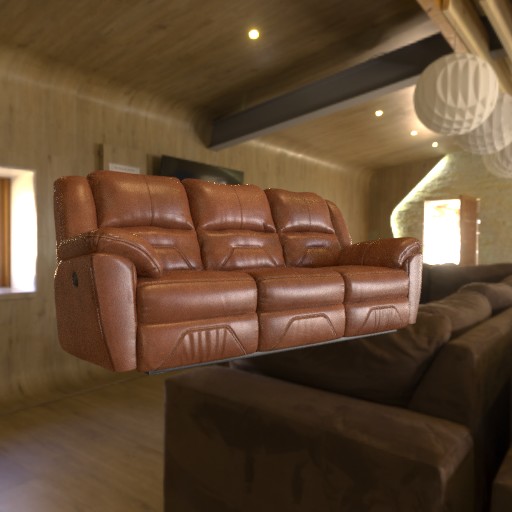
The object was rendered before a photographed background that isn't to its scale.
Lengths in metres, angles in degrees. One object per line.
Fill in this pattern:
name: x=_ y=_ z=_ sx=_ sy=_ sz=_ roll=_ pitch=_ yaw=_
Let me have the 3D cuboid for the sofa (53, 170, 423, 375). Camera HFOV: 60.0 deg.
sofa: x=0.000 y=0.000 z=2.837 sx=2.337 sy=1.043 sz=0.991 roll=-1 pitch=1 yaw=-37
